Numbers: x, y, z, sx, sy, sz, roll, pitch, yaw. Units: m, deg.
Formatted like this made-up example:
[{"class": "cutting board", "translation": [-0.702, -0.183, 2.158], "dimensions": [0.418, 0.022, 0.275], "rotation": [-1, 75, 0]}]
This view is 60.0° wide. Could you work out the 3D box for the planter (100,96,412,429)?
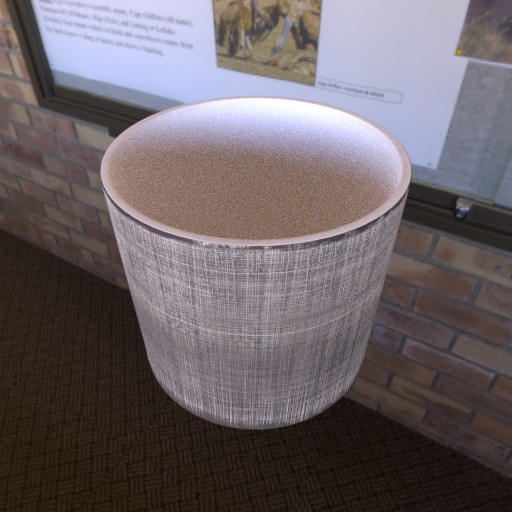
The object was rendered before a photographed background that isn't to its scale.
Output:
[{"class": "planter", "translation": [0.000, 0.000, 0.389], "dimensions": [0.221, 0.201, 0.221], "rotation": [0, 40, 0]}]
